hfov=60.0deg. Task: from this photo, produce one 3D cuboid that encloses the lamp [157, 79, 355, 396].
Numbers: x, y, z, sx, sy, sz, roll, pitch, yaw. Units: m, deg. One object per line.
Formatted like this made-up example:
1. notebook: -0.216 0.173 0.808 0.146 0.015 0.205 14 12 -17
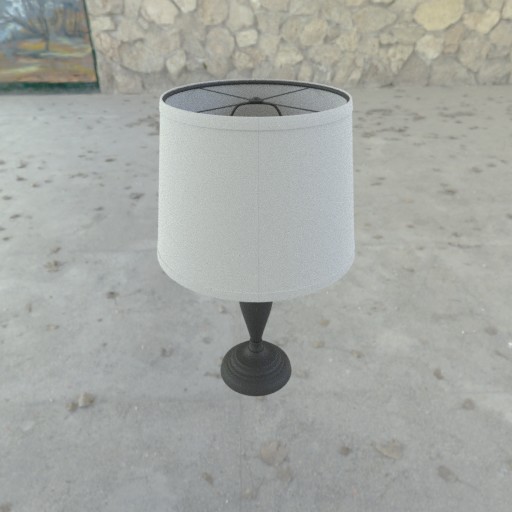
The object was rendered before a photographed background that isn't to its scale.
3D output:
1. lamp: 0.000 0.000 0.719 0.310 0.501 0.310 0 31 0
